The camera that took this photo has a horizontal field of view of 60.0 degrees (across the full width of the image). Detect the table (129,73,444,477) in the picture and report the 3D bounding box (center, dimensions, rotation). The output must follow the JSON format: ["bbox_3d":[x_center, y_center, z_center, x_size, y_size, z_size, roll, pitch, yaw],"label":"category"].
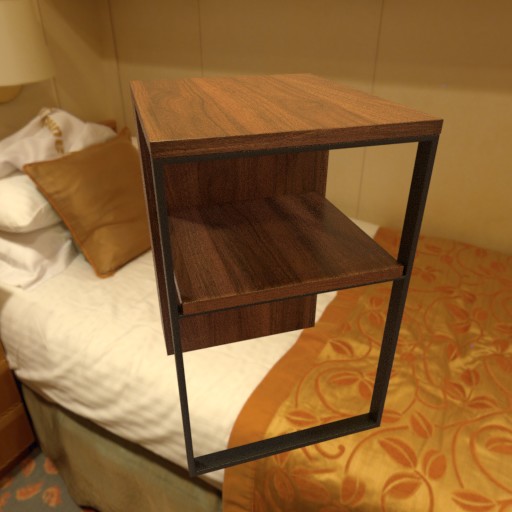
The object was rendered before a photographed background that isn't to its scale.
[{"bbox_3d":[0.000,0.000,1.513,0.660,1.041,0.786,-8,31,-14],"label":"table"}]
